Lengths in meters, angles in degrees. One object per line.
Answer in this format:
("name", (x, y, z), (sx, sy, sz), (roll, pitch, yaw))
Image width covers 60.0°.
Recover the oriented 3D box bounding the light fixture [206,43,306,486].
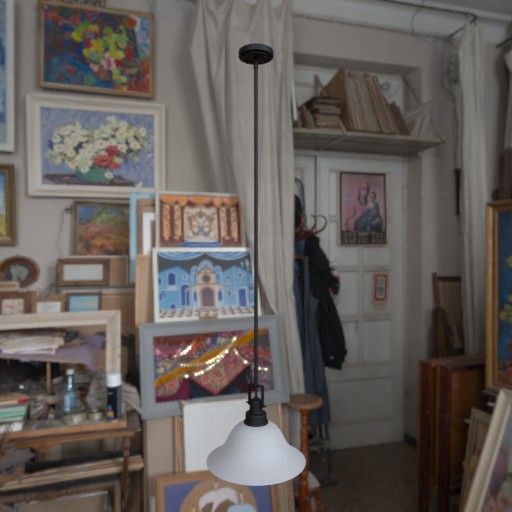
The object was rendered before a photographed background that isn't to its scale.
("light fixture", (0.000, 0.000, 1.450), (0.324, 1.337, 0.324), (0, 0, 36))
